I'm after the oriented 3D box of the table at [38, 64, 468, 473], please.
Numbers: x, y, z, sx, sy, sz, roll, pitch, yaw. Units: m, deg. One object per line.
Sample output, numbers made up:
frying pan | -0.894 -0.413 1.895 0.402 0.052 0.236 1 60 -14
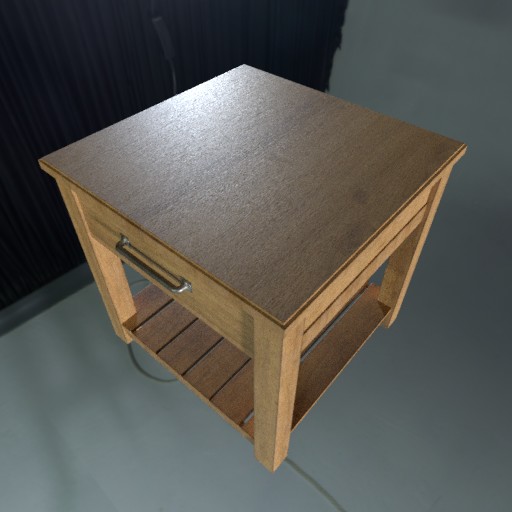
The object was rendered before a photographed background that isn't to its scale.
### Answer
table | 0.000 0.000 1.093 0.616 0.593 0.612 32 53 27
